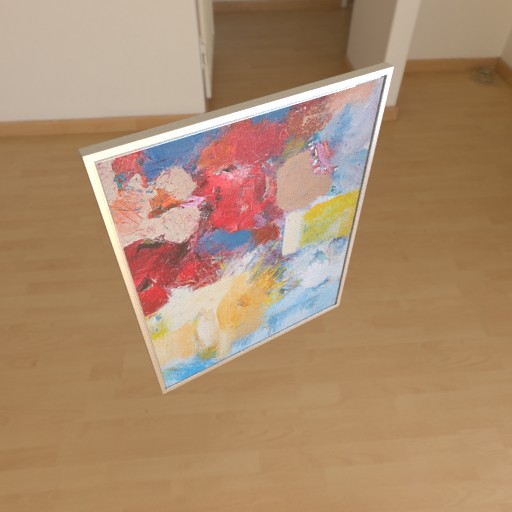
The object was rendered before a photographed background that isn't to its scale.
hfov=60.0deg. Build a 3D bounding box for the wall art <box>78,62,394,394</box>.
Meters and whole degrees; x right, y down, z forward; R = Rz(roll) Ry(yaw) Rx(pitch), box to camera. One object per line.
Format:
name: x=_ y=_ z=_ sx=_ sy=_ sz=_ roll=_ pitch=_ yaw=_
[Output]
wall art: x=0.000 y=0.000 z=1.412 sx=0.816 sy=1.046 sz=0.030 roll=-23 pitch=51 yaw=-20
